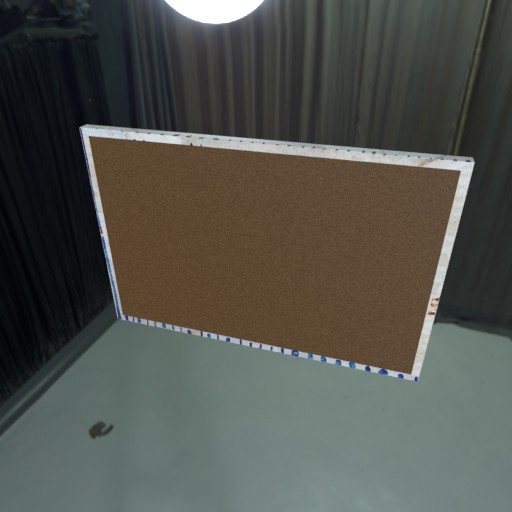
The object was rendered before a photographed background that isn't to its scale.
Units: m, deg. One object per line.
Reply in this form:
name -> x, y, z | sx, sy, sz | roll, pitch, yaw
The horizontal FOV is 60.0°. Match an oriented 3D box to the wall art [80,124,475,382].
wall art -> 0.000, 0.000, 1.163 | 0.919, 0.609, 0.030 | 9, 32, 15
